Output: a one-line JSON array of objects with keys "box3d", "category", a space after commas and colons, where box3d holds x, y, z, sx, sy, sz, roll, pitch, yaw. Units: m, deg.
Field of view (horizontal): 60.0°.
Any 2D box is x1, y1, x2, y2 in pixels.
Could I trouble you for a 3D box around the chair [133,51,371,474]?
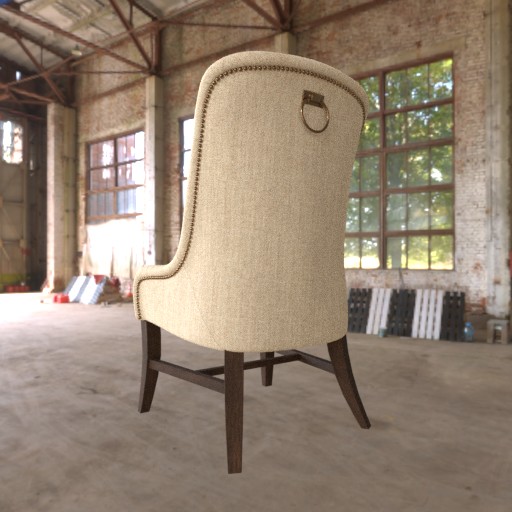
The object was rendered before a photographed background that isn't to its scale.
[{"box3d": [0.000, 0.000, 1.472, 0.634, 1.091, 0.629, 0, 0, -36], "category": "chair"}]
